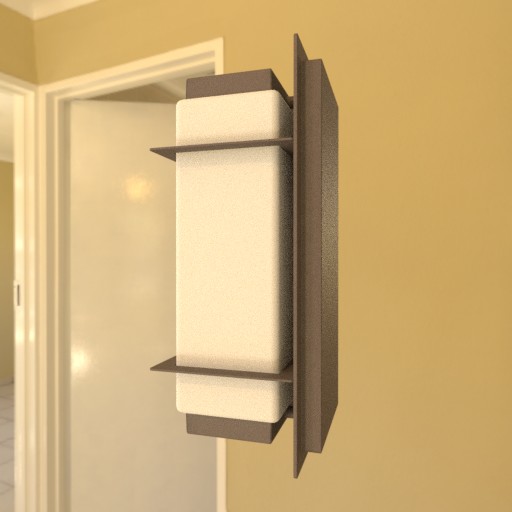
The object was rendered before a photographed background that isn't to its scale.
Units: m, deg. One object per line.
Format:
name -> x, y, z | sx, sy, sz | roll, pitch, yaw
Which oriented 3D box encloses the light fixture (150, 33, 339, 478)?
light fixture -> 0.000, 0.000, 0.432 | 0.146, 0.347, 0.153 | 0, 0, 17
